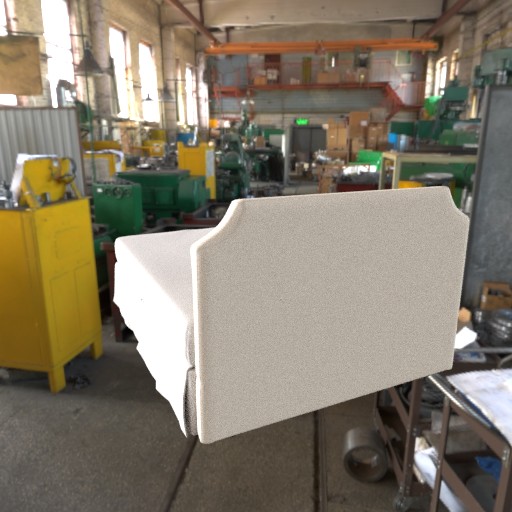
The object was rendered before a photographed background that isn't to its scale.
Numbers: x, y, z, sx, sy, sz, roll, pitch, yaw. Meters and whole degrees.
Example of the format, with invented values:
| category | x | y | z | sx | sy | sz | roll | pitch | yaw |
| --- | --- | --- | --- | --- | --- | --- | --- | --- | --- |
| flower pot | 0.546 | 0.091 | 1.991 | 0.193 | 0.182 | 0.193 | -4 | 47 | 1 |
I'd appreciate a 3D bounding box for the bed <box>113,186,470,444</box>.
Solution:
| category | x | y | z | sx | sy | sz | roll | pitch | yaw |
| --- | --- | --- | --- | --- | --- | --- | --- | --- | --- |
| bed | 0.000 | 0.000 | 3.591 | 1.977 | 1.293 | 2.498 | -7 | 17 | -25 |
